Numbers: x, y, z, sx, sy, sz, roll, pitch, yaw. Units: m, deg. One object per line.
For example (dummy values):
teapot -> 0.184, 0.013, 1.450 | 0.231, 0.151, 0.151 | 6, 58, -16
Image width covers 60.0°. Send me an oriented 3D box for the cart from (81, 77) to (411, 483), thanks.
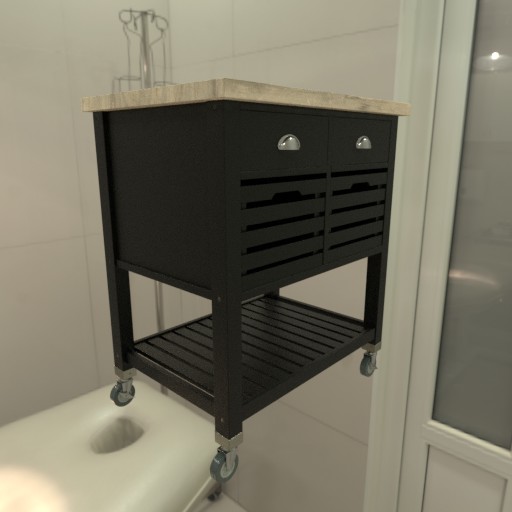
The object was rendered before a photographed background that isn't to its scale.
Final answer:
cart -> 0.000, 0.000, 1.390 | 0.567, 0.920, 0.797 | 13, 19, 42
